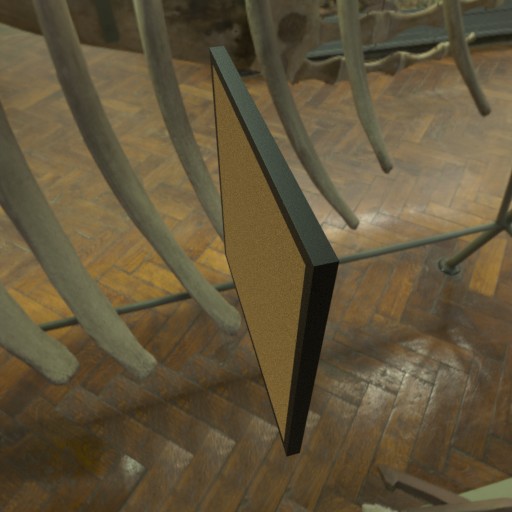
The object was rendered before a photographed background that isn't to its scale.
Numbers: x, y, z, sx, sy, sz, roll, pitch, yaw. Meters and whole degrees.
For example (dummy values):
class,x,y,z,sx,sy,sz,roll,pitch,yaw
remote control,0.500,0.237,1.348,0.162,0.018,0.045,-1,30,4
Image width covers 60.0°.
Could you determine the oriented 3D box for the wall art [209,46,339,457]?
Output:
class,x,y,z,sx,sy,sz,roll,pitch,yaw
wall art,0.000,0.000,1.149,0.038,0.762,0.762,-11,48,-10
